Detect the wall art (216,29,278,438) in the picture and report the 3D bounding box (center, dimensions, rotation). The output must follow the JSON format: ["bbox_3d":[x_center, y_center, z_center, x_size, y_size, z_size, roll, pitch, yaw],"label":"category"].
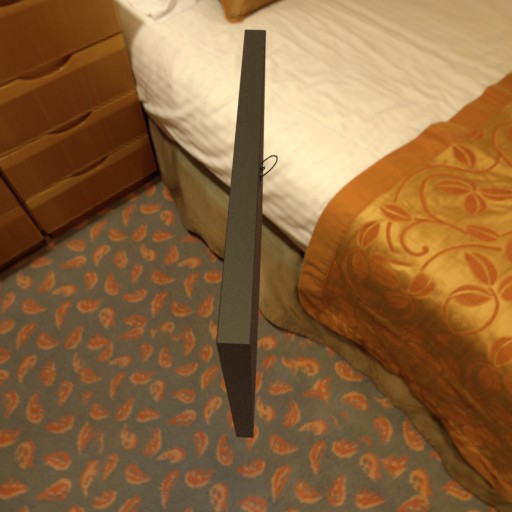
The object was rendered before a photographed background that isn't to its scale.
[{"bbox_3d":[0.000,0.000,0.528,0.038,0.349,0.349,2,58,1],"label":"wall art"}]
